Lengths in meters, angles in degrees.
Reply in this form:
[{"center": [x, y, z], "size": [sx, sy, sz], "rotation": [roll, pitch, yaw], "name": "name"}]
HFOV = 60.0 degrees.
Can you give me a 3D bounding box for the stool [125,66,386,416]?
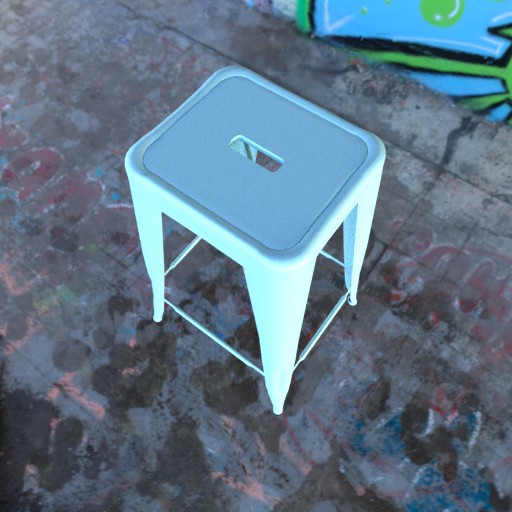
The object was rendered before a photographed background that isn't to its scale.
[{"center": [0.000, 0.000, 0.868], "size": [0.399, 0.609, 0.359], "rotation": [33, 67, 16], "name": "stool"}]
